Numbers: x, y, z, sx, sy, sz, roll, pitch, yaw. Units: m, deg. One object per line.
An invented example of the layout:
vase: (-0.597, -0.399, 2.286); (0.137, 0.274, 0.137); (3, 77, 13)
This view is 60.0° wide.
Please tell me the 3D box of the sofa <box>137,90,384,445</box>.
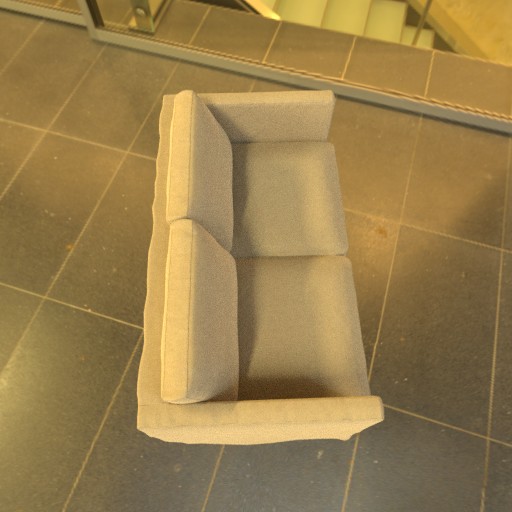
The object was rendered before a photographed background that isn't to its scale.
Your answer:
sofa: (0.000, 0.000, 2.263); (0.962, 0.835, 1.719); (-2, 63, -1)
